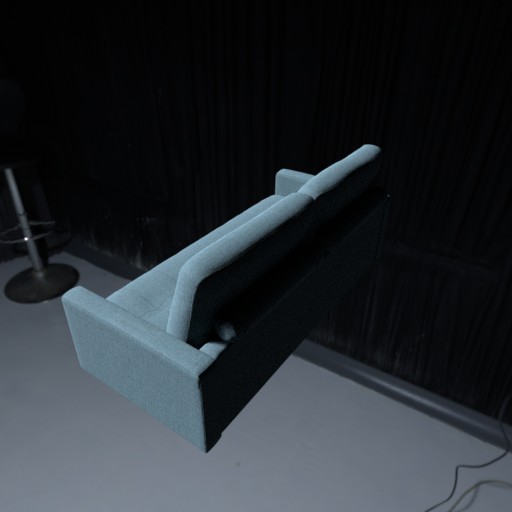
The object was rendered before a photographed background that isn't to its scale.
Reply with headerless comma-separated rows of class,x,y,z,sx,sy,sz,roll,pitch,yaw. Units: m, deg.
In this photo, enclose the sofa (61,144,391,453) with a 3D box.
sofa,0.000,0.000,2.667,0.966,1.050,2.010,21,38,29
